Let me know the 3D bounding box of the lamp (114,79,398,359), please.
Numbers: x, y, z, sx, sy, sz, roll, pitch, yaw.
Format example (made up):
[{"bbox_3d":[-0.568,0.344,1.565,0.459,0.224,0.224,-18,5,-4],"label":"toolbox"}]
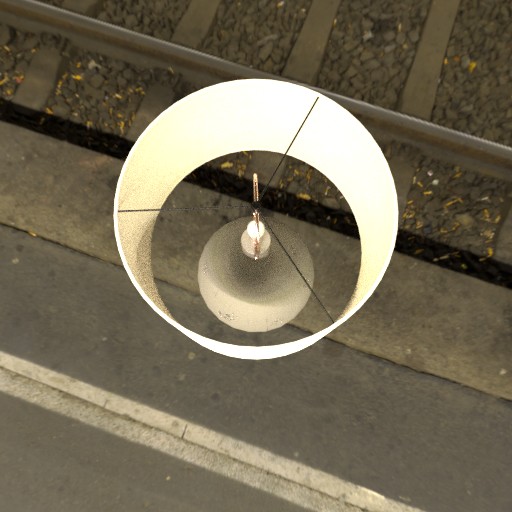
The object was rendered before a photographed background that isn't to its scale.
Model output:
[{"bbox_3d":[0.000,0.000,0.732,0.330,0.521,0.330,0,78,0],"label":"lamp"}]
